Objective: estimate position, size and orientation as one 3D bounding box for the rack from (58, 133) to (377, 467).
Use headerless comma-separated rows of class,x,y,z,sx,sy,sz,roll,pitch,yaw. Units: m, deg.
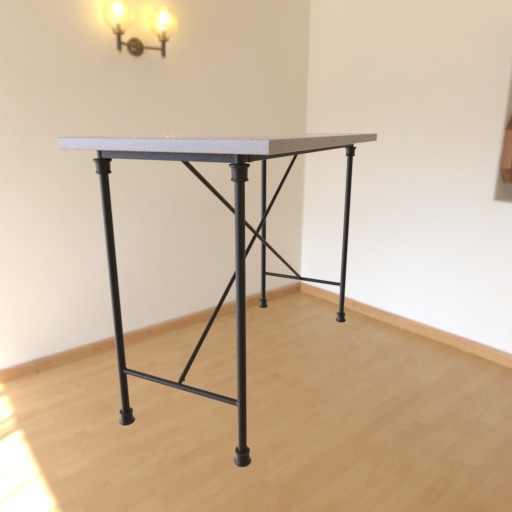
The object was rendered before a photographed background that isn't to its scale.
rack,0.000,0.000,1.669,0.613,0.880,1.159,8,18,24
